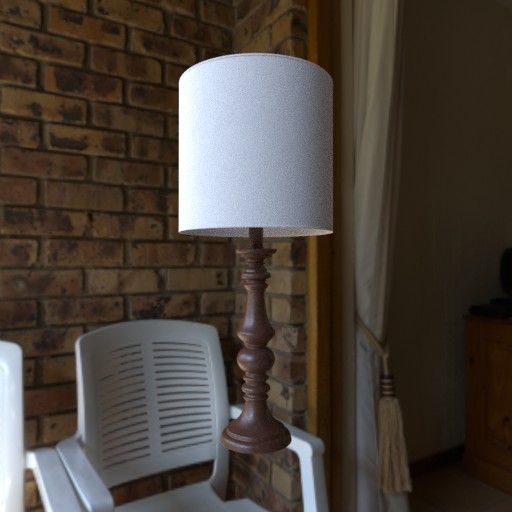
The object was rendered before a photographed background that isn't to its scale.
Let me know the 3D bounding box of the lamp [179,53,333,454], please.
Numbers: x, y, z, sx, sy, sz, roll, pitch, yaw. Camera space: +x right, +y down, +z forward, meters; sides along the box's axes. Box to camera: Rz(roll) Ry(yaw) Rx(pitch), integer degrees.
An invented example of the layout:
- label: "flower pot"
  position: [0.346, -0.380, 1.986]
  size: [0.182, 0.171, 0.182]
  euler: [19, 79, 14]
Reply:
- label: "lamp"
  position: [0.000, 0.000, 0.728]
  size: [0.250, 0.597, 0.250]
  euler: [0, -1, -37]
